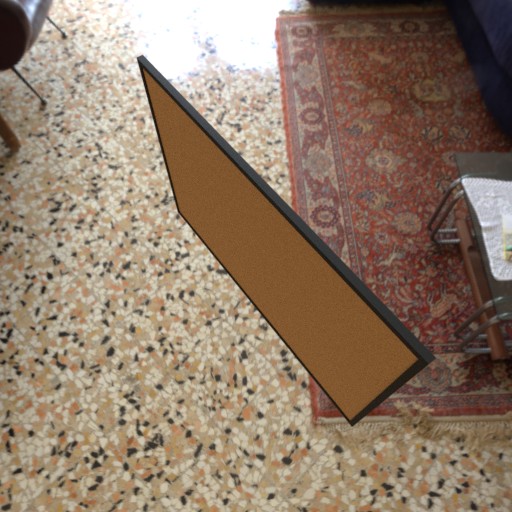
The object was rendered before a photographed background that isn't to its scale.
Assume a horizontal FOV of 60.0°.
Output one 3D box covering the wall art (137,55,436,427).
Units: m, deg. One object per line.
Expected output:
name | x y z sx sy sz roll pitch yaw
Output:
wall art | 0.000 0.000 0.831 0.013 0.458 0.664 -33 66 -17
